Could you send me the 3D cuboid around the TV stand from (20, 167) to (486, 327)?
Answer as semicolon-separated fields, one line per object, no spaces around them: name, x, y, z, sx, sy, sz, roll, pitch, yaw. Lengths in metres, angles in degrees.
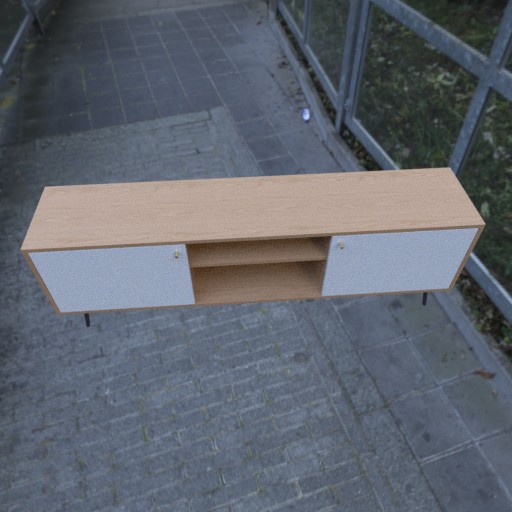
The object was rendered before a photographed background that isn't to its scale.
TV stand;0.000;0.000;2.000;1.760;0.580;0.400;-3;47;-3
